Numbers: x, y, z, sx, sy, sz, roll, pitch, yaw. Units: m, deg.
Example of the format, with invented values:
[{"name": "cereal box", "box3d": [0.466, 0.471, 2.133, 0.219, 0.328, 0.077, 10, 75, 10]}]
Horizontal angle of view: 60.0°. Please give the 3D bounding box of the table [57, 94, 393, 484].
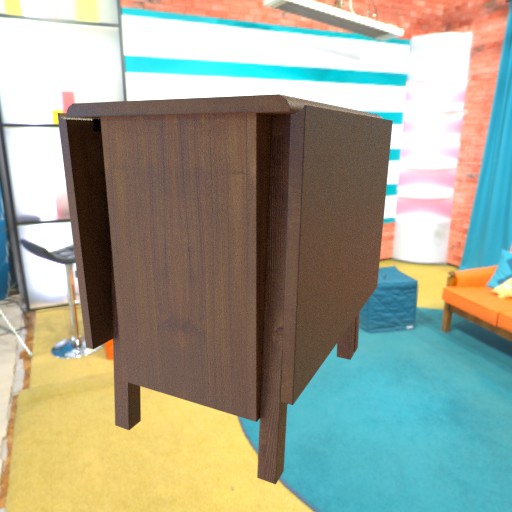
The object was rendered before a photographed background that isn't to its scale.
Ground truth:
[{"name": "table", "box3d": [0.000, 0.000, 1.568, 0.701, 0.981, 0.967, 7, 17, 25]}]
